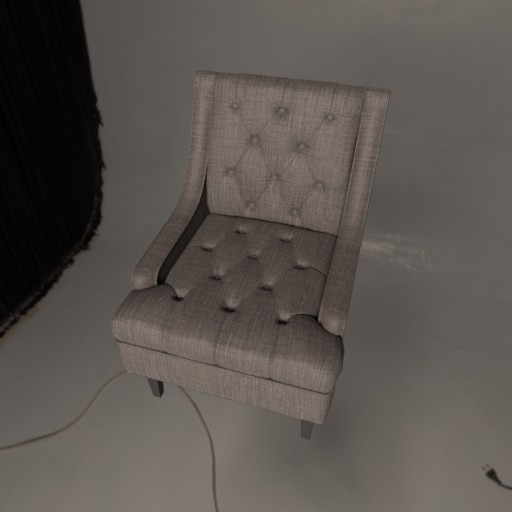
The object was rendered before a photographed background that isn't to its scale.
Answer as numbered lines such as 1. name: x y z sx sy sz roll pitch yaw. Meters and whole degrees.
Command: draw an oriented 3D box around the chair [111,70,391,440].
1. chair: 0.000 0.000 1.416 0.655 0.891 0.771 11 41 13
